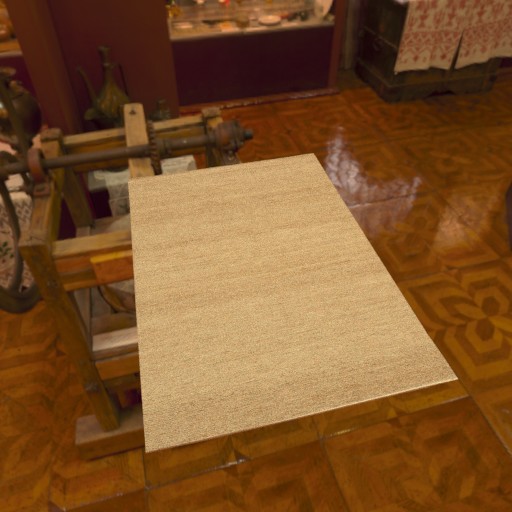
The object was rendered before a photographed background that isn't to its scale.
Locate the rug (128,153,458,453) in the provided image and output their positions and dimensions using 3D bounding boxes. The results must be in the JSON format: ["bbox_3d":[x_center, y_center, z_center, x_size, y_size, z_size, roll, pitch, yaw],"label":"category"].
[{"bbox_3d":[0.000,0.000,2.943,1.596,0.030,2.283,-10,45,-10],"label":"rug"}]
